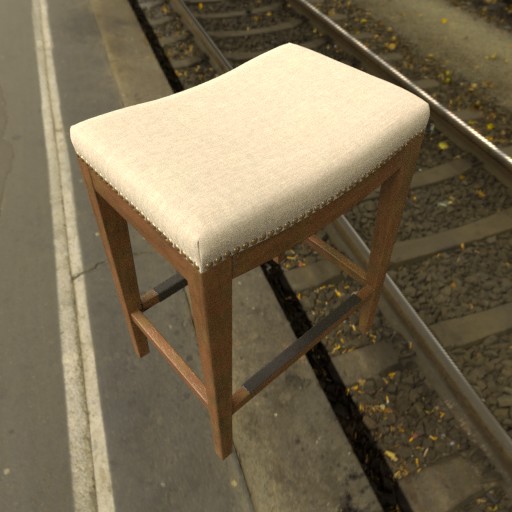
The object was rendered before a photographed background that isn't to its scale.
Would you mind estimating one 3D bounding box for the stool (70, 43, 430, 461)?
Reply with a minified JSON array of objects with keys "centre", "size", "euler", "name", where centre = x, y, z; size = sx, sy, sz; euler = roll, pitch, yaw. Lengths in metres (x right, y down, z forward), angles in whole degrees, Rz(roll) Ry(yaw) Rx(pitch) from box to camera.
[{"centre":[0.000,0.000,0.918],"size":[0.508,0.660,0.356],"euler":[-33,55,-27],"name":"stool"}]
